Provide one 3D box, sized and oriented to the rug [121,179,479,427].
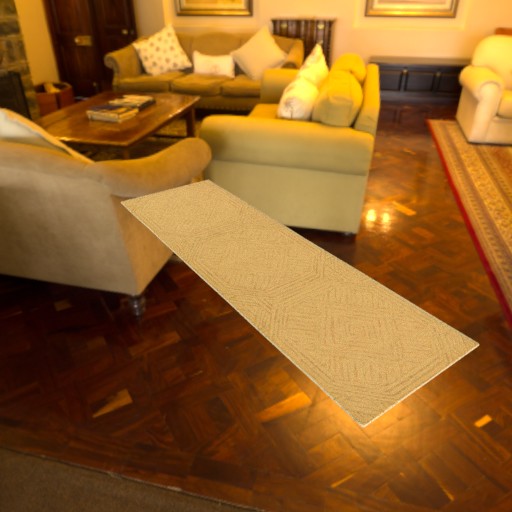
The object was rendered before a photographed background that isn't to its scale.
[{"bbox_3d":[0.000,0.000,2.691,0.775,0.012,2.452,-20,37,-30],"label":"rug"}]
